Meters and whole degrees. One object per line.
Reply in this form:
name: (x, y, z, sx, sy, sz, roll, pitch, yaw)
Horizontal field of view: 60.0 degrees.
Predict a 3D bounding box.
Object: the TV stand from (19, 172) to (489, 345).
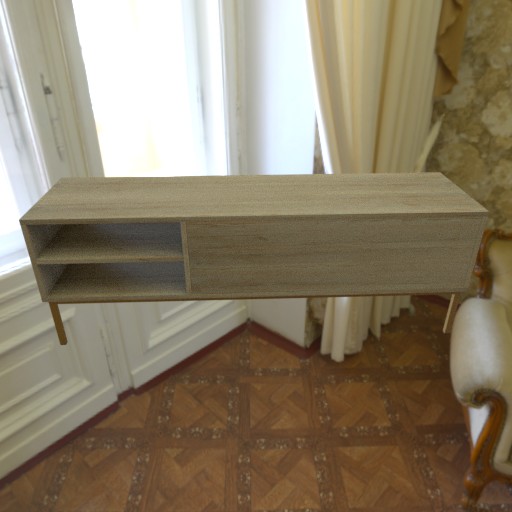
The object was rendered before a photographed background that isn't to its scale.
TV stand: (0.000, 0.000, 1.824, 1.600, 0.550, 0.420, -1, 29, -2)
